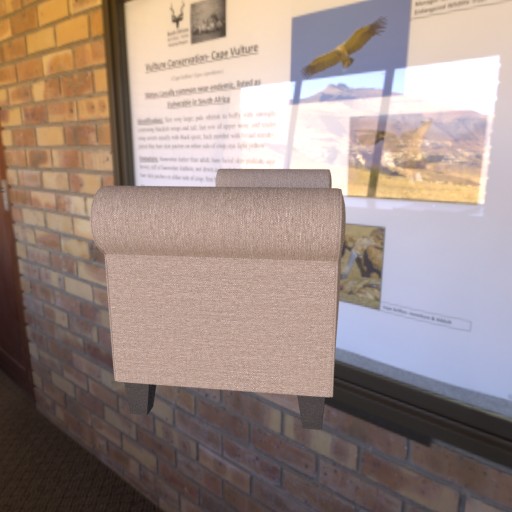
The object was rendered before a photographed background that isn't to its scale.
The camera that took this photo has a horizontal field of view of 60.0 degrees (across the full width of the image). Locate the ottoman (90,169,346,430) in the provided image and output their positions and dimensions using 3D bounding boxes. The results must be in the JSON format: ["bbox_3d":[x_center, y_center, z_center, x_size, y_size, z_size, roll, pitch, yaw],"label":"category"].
[{"bbox_3d":[0.000,0.000,1.511,0.521,0.547,1.256,2,13,8],"label":"ottoman"}]
